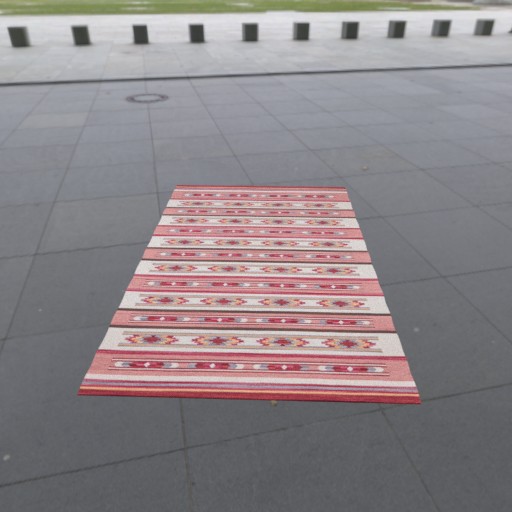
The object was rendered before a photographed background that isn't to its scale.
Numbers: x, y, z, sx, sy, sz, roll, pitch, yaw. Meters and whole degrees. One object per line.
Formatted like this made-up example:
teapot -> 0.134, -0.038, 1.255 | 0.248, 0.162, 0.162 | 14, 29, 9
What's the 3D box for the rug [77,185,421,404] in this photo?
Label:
rug -> 0.000, 0.000, 2.993 | 1.535, 0.010, 2.431 | 1, 31, 2
